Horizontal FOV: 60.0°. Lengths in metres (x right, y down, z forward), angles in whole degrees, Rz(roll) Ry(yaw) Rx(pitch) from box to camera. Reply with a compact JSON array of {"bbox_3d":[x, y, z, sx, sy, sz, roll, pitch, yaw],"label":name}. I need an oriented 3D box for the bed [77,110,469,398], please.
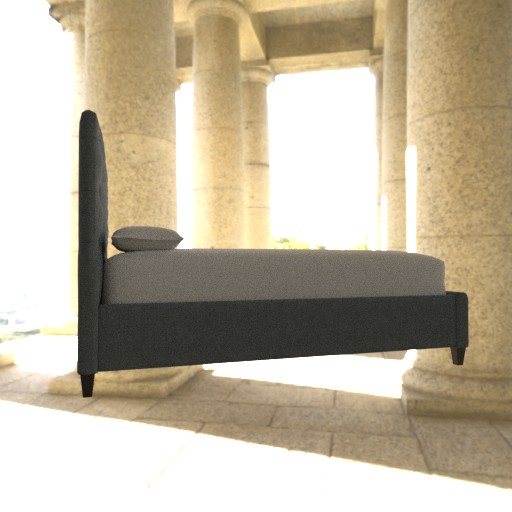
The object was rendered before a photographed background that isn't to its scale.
[{"bbox_3d":[0.000,0.000,3.289,2.335,1.411,1.698,0,-1,-17],"label":"bed"}]
